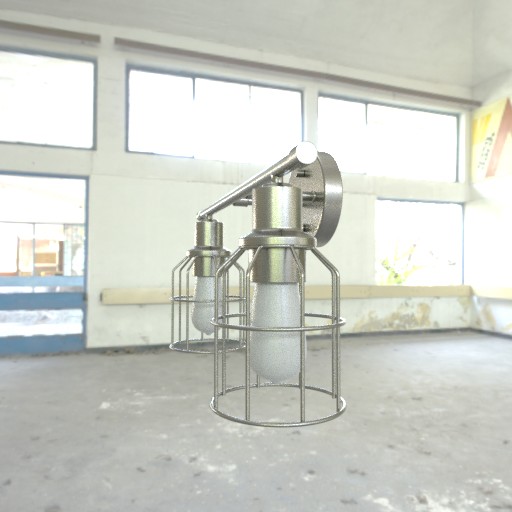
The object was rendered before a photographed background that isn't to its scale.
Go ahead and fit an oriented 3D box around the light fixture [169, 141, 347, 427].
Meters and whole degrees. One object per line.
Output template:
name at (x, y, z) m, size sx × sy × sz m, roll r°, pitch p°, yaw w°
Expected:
light fixture at (0.000, 0.000, 0.516) m, size 0.165 × 0.254 × 0.406 m, roll 0°, pitch -2°, yaw -18°
